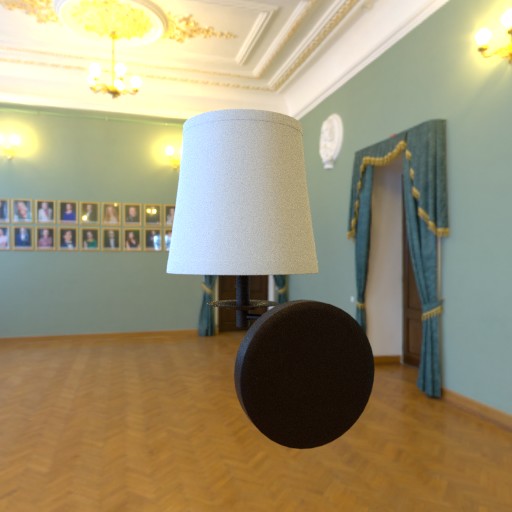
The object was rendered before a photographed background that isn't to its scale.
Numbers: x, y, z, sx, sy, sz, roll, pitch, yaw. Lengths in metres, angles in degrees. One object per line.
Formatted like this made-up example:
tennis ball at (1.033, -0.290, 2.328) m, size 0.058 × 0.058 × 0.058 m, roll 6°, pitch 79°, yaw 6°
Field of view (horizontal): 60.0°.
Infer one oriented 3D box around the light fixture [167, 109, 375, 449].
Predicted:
light fixture at (0.000, 0.000, 0.271) m, size 0.100 × 0.172 × 0.157 m, roll 0°, pitch 0°, yaw -18°
